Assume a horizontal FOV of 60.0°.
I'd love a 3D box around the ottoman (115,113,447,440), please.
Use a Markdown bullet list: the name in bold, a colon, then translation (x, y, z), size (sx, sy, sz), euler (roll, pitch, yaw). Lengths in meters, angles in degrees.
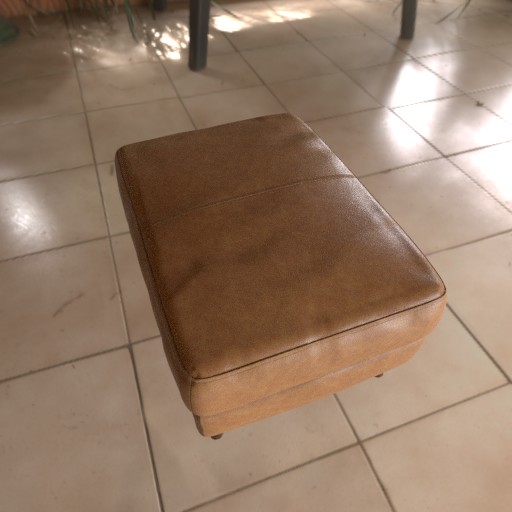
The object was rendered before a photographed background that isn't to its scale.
- **ottoman**: translation (0.000, 0.000, 1.253), size (0.630, 0.461, 0.869), euler (-16, 48, -14)
